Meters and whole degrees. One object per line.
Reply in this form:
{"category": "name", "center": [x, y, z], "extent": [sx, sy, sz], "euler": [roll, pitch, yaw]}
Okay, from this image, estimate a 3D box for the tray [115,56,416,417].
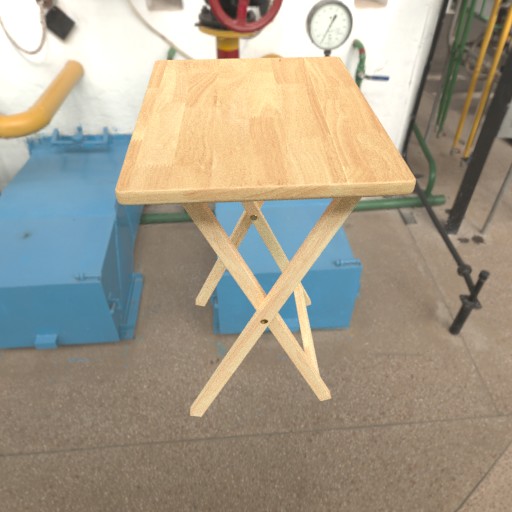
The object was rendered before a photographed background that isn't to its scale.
{"category": "tray", "center": [0.000, 0.000, 0.949], "extent": [0.381, 0.660, 0.483], "euler": [-2, 42, -3]}
